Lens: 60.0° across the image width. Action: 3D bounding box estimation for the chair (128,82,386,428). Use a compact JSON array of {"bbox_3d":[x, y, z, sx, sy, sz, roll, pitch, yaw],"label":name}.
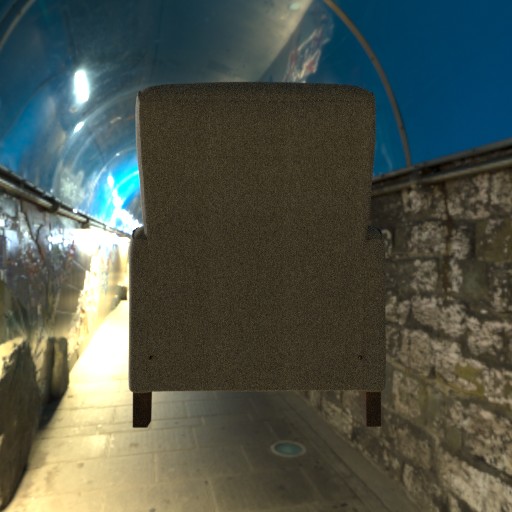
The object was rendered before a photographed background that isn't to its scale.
[{"bbox_3d":[0.000,0.000,1.668,0.841,1.028,0.858,0,0,-1],"label":"chair"}]
